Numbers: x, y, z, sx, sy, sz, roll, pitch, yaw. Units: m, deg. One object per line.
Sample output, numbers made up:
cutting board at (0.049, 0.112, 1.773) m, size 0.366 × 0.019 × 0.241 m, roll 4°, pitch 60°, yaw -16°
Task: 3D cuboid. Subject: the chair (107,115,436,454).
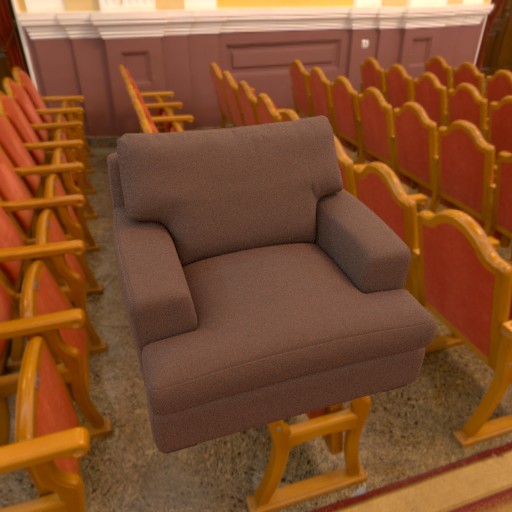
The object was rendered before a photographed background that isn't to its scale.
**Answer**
chair at (0.000, 0.000, 1.939) m, size 1.168 × 0.940 × 1.143 m, roll -10°, pitch 34°, yaw -15°
